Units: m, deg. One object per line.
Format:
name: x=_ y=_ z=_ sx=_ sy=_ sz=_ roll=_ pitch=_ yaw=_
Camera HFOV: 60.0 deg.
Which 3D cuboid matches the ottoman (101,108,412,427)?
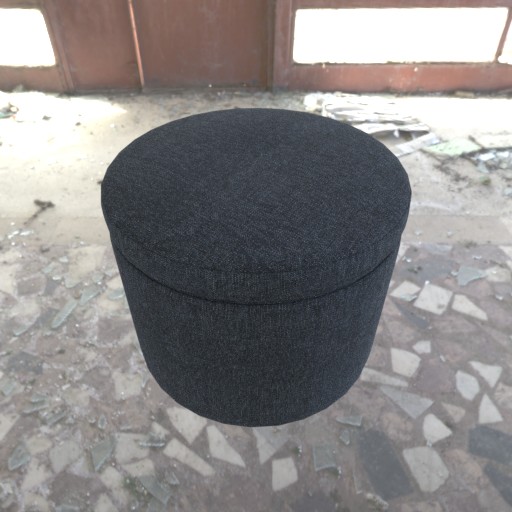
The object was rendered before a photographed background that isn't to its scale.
ottoman: x=0.000 y=0.000 z=0.852 sx=0.500 sy=0.419 sz=0.500 roll=0 pitch=41 yaw=0
